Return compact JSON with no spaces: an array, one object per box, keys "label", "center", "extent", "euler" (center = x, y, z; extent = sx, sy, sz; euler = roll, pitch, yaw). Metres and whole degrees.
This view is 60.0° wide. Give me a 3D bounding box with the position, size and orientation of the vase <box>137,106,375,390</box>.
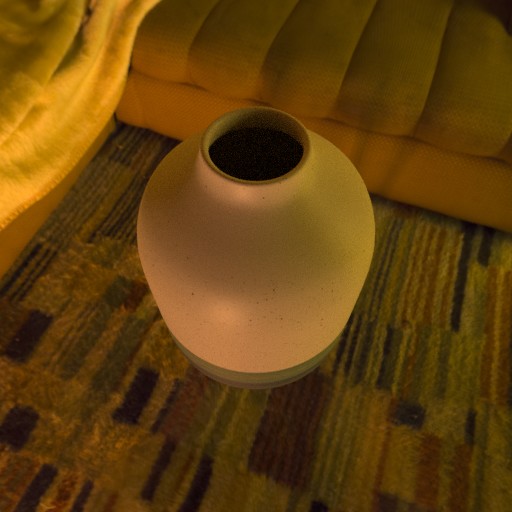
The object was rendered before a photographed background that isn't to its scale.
[{"label":"vase","center":[0.000,0.000,0.351],"extent":[0.169,0.240,0.169],"euler":[0,58,0]}]
